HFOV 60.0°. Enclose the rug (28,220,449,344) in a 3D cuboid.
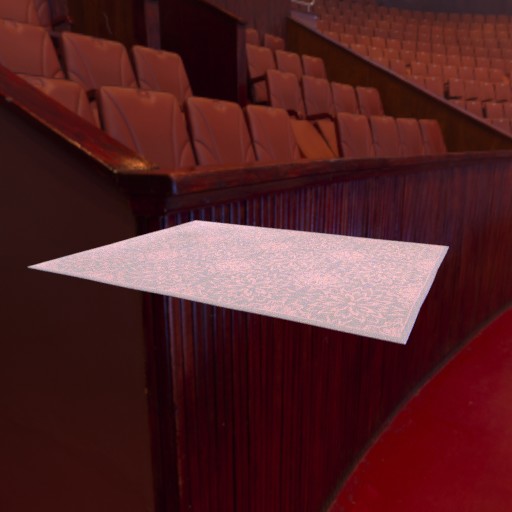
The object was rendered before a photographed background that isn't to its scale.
[{"bbox_3d":[0.000,0.000,3.957,2.980,0.012,2.363,8,17,27],"label":"rug"}]
